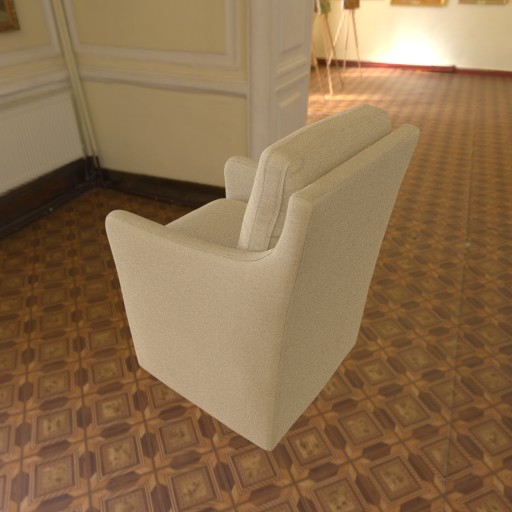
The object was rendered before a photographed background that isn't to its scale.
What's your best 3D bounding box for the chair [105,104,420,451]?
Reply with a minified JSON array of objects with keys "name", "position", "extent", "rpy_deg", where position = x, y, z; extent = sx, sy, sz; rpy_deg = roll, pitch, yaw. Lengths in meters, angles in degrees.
[{"name":"chair","position":[0.000,0.000,1.398],"extent":[0.694,0.914,0.626],"rpy_deg":[22,39,30]}]
